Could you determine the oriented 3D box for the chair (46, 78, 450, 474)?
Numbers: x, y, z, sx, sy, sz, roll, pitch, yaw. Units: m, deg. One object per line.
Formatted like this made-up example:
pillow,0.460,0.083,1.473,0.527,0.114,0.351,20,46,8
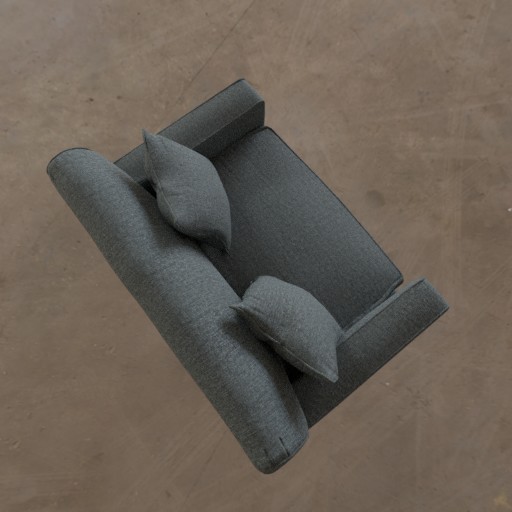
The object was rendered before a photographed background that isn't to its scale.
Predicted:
chair,0.000,0.000,2.000,1.000,0.948,1.383,-37,78,-9
